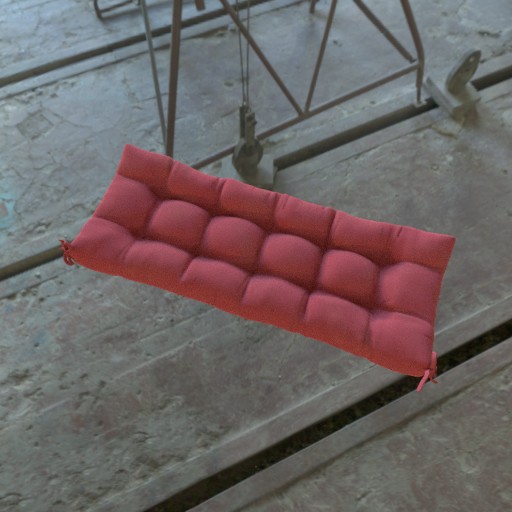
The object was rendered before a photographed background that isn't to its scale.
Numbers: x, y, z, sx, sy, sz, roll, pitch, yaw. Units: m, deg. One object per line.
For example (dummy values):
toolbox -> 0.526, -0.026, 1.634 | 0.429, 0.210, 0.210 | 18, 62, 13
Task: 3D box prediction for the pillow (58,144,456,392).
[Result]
pillow -> 0.000, 0.000, 1.365 | 1.194, 0.174, 0.511 | 17, 66, 8
